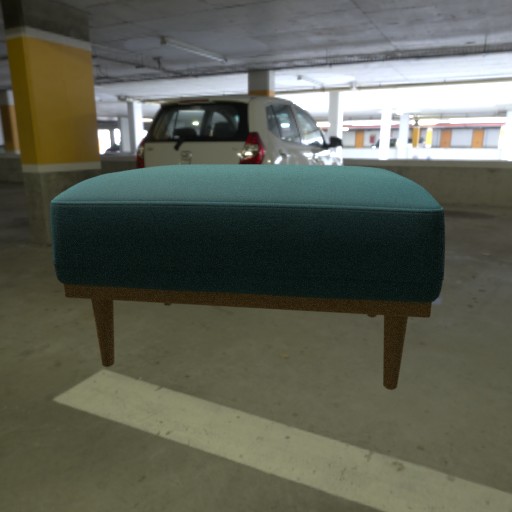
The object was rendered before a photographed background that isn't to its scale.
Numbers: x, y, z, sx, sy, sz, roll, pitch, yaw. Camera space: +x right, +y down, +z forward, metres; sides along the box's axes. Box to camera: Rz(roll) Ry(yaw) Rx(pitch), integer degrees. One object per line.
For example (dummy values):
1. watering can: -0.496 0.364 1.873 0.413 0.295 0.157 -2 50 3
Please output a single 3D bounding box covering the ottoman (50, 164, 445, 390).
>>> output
1. ottoman: 0.000 0.000 1.076 0.749 0.428 0.549 2 14 9
